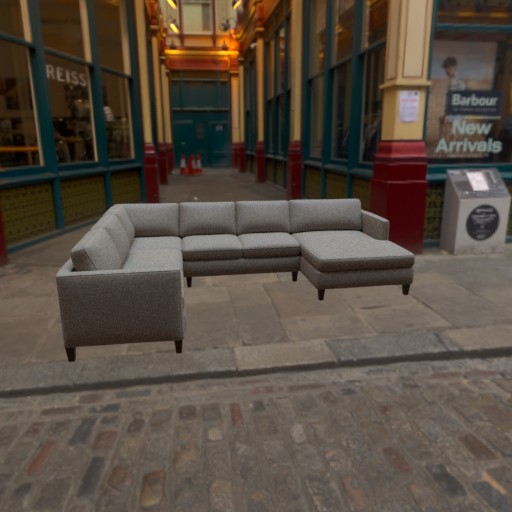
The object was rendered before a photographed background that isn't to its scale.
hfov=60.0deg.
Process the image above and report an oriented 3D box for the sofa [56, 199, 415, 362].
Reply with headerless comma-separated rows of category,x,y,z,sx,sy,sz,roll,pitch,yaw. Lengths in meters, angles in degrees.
sofa,0.000,0.000,4.708,3.403,0.889,2.551,-3,15,-9
